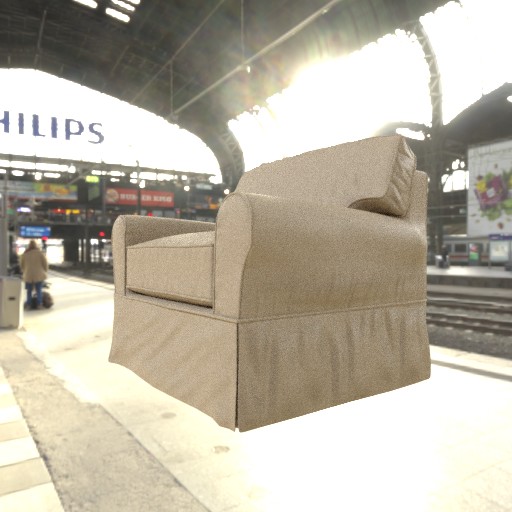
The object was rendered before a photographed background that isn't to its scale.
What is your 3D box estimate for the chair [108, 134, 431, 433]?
[{"bbox_3d":[0.000,0.000,1.804,0.903,0.937,1.096,0,1,-36],"label":"chair"}]
